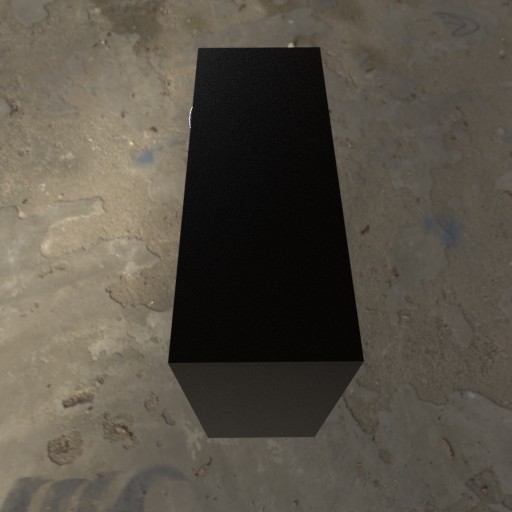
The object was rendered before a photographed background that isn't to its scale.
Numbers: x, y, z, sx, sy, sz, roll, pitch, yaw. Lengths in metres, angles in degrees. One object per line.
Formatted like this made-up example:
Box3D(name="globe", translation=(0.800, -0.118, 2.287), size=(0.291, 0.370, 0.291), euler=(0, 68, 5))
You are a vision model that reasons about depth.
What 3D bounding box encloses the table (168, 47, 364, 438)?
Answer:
Box3D(name="table", translation=(0.000, 0.000, 1.376), size=(0.380, 0.790, 0.930), euler=(0, 59, 0))
